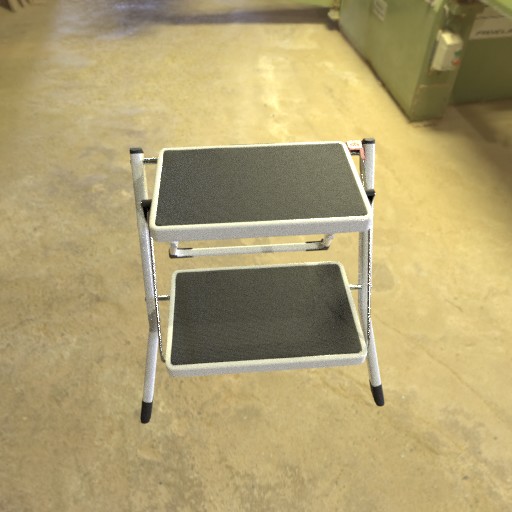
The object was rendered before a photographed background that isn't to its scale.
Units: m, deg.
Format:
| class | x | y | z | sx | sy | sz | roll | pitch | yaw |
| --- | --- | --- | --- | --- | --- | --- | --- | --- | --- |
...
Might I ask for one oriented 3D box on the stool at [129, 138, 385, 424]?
| class | x | y | z | sx | sy | sz | roll | pitch | yaw |
| --- | --- | --- | --- | --- | --- | --- | --- | --- | --- |
| stool | 0.000 | 0.000 | 0.867 | 0.485 | 0.445 | 0.490 | -3 | 46 | -3 |
